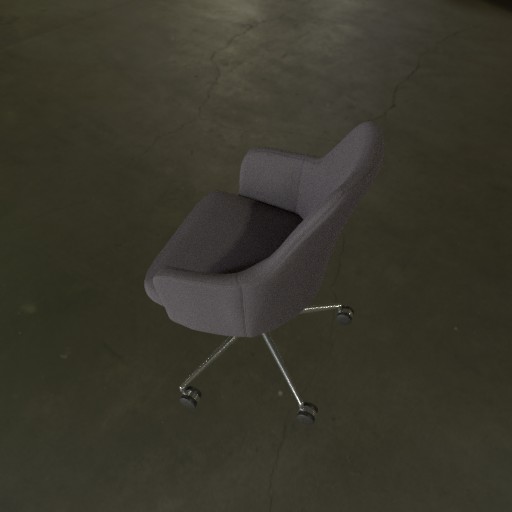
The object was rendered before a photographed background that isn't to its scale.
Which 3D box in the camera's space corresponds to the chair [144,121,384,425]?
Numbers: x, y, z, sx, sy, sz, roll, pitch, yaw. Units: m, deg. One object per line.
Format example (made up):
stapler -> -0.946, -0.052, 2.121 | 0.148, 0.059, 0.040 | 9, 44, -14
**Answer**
chair -> 0.000, 0.000, 1.281 | 0.600, 0.820, 0.655 | 16, 48, 15
